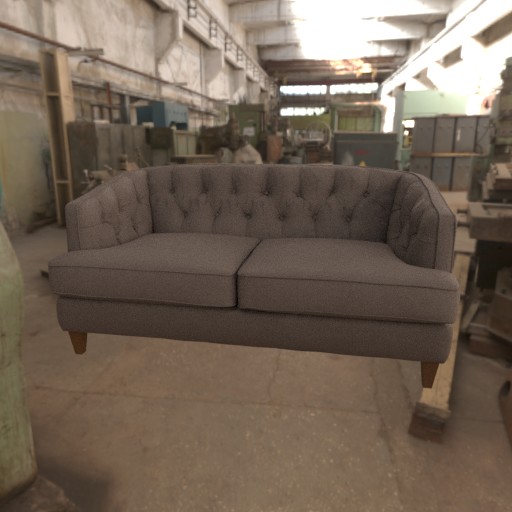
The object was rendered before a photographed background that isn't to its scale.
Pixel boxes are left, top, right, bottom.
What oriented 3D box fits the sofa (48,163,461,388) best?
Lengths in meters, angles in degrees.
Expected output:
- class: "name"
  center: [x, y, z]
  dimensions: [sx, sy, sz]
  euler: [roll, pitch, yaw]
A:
- class: "sofa"
  center: [0.000, 0.000, 2.211]
  dimensions: [1.733, 0.855, 0.941]
  euler: [3, 15, 10]
